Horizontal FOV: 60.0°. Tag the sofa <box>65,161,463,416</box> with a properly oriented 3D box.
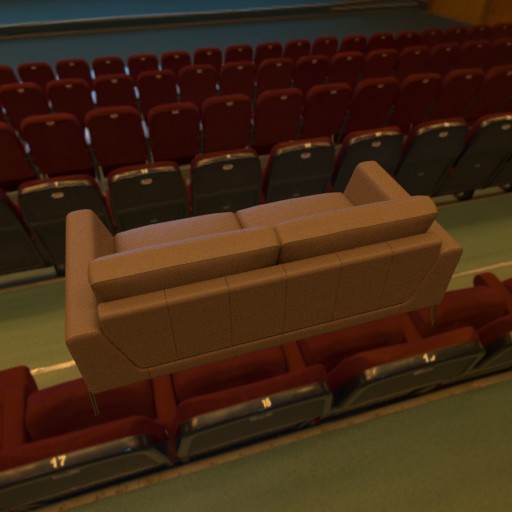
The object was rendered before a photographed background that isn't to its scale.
[{"bbox_3d":[0.000,0.000,2.541,2.017,0.875,0.953,-12,43,-13],"label":"sofa"}]
